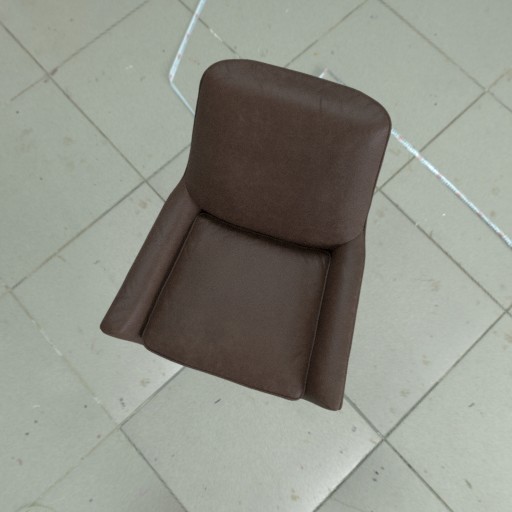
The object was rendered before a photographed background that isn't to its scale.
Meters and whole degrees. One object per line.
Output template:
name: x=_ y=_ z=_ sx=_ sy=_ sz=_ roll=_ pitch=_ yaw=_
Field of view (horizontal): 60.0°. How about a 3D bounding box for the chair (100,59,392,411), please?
chair: x=0.000 y=0.000 z=1.480 sx=0.787 sy=0.888 sz=0.824 roll=18 pitch=77 yaw=4
